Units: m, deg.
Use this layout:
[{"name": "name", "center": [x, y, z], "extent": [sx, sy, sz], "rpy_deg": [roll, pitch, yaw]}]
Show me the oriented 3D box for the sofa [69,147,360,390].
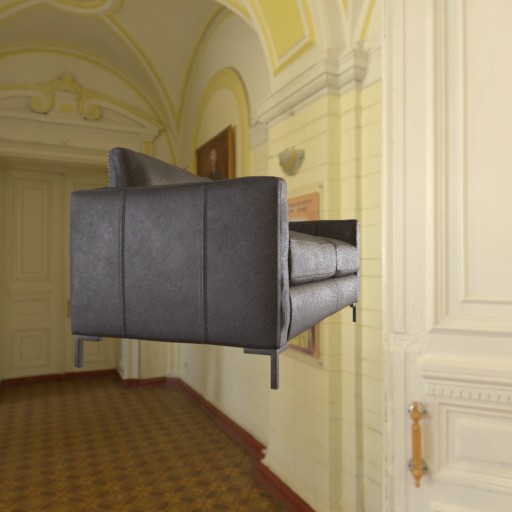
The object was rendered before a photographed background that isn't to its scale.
[{"name": "sofa", "center": [0.000, 0.000, 2.364], "extent": [0.947, 0.883, 1.805], "rpy_deg": [0, -1, 19]}]
